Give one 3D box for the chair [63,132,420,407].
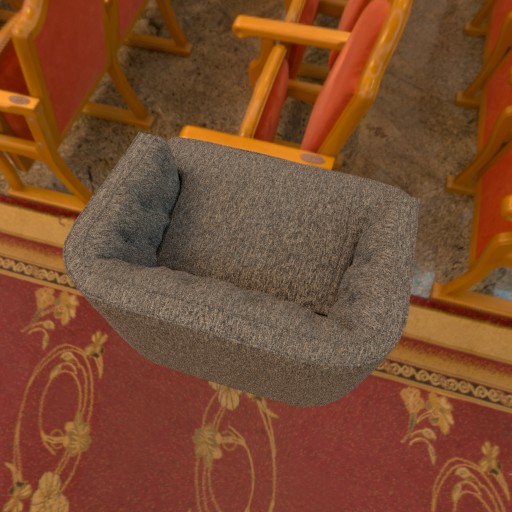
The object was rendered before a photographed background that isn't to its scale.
[{"bbox_3d":[0.000,0.000,1.754,1.104,0.852,0.941,15,64,7],"label":"chair"}]
